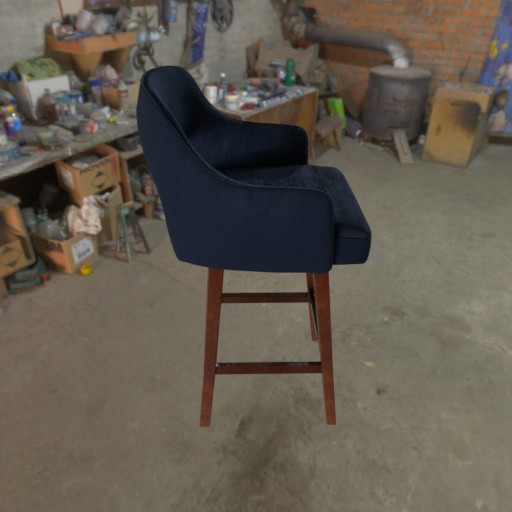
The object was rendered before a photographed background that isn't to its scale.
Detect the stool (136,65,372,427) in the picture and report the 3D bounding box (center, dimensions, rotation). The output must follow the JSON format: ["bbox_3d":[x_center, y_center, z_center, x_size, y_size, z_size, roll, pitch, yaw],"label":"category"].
[{"bbox_3d":[0.000,0.000,1.342,0.560,1.041,0.550,0,32,-1],"label":"stool"}]
